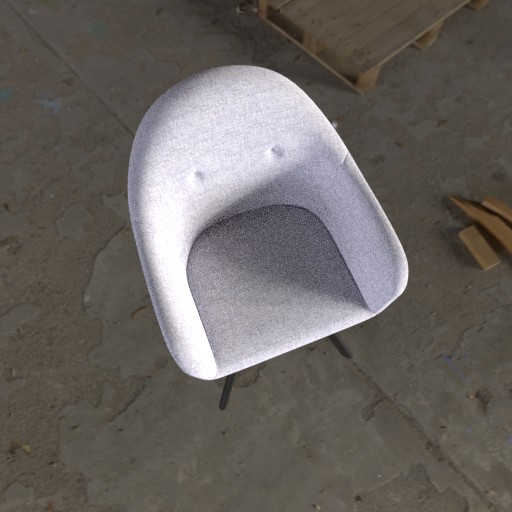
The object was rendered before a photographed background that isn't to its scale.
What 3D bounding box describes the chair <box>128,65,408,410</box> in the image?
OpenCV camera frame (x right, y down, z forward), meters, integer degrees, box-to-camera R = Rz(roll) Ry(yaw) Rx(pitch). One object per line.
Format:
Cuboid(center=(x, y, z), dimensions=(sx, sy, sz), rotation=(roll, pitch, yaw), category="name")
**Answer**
Cuboid(center=(0.000, 0.000, 1.172), dimensions=(0.540, 0.780, 0.570), rotation=(-20, 66, -9), category="chair")
